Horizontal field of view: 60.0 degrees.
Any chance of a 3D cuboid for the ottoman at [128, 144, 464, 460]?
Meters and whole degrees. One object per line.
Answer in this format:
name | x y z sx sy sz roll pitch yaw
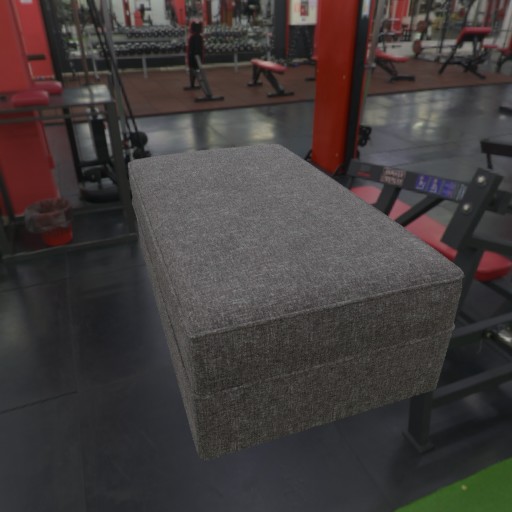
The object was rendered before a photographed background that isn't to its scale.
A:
ottoman | 0.000 0.000 1.532 0.717 0.487 1.184 -10 32 -17
